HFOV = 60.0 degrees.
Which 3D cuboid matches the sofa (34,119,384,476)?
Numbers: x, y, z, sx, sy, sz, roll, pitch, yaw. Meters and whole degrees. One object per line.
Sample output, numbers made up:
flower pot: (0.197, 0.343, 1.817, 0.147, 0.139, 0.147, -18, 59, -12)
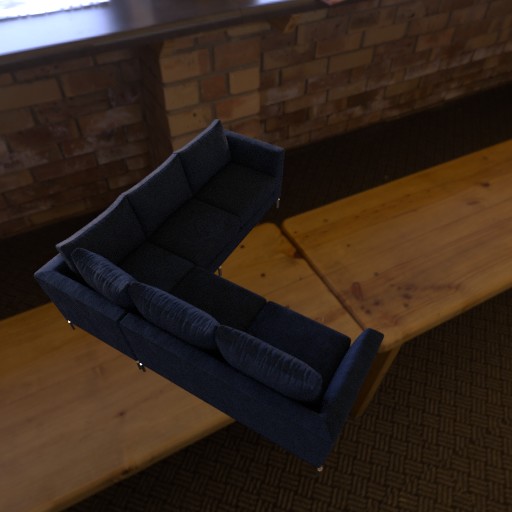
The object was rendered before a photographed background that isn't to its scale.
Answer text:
sofa: (0.000, 0.000, 3.821, 2.472, 0.988, 2.463, 23, 51, 20)
